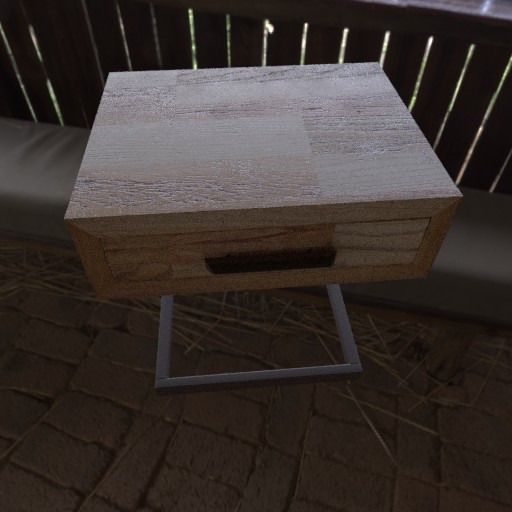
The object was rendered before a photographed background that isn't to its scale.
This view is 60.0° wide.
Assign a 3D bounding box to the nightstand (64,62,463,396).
[{"bbox_3d":[0.000,0.000,0.983,0.558,0.632,0.481,-4,47,-3],"label":"nightstand"}]
